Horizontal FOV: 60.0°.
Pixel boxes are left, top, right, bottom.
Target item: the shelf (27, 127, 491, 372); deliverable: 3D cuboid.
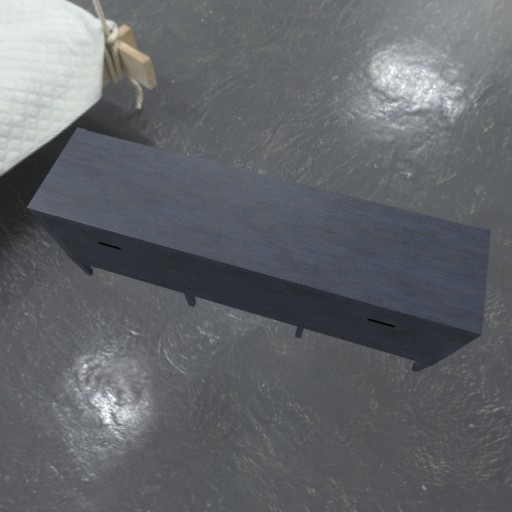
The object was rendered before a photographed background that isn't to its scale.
[{"bbox_3d":[0.000,0.000,2.167,1.878,0.715,0.471,15,65,7],"label":"shelf"}]
